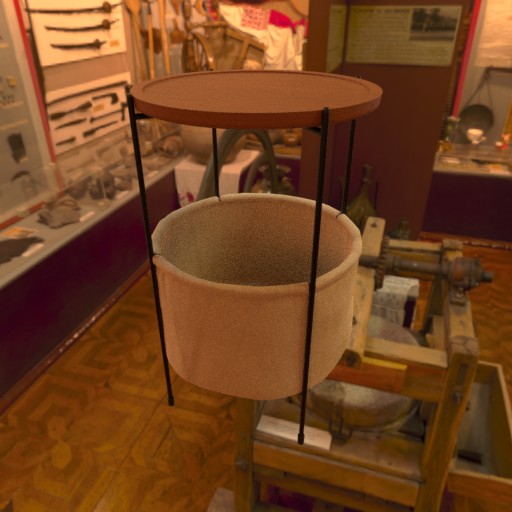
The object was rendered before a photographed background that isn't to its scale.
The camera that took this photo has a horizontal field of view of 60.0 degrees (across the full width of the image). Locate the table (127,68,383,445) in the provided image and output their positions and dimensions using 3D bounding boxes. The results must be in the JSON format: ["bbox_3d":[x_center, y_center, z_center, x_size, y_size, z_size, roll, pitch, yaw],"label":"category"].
[{"bbox_3d":[0.000,0.000,0.851,0.393,0.623,0.393,10,31,17],"label":"table"}]
